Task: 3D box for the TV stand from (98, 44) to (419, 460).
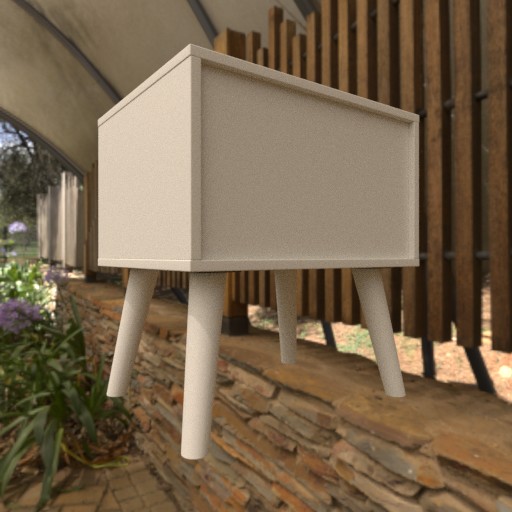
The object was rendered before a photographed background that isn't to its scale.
[{"bbox_3d":[0.000,0.000,0.895,0.508,0.559,0.405,0,0,-36],"label":"TV stand"}]
